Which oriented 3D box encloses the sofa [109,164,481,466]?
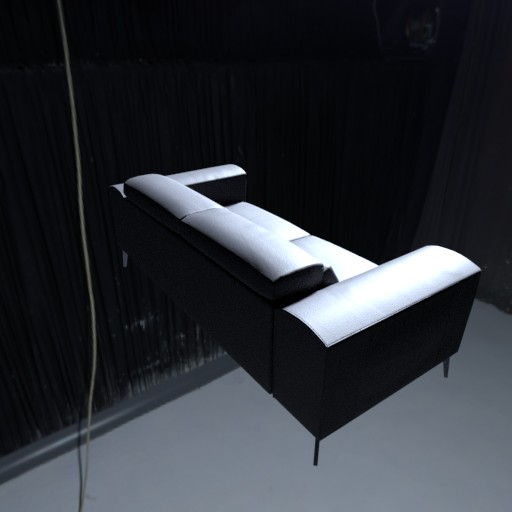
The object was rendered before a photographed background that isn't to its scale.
[{"bbox_3d":[0.000,0.000,2.795,1.048,0.814,2.330,-18,32,-31],"label":"sofa"}]
